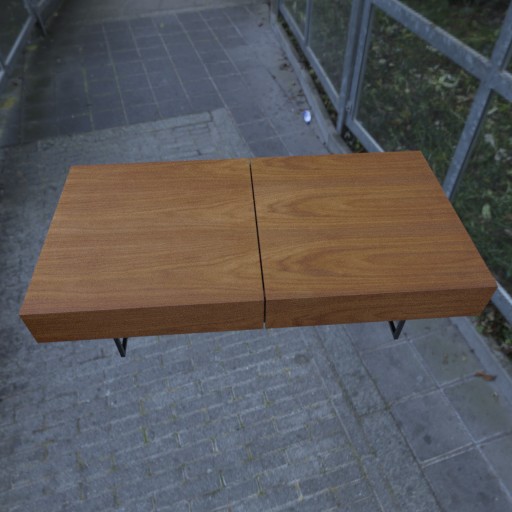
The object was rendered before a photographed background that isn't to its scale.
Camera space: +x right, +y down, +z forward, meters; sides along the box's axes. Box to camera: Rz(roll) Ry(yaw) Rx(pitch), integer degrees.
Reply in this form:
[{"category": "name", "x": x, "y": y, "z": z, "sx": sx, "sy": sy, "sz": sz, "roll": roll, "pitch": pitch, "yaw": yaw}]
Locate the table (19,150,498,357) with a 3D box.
[{"category": "table", "x": 0.000, "y": 0.000, "z": 1.427, "sx": 1.194, "sy": 0.330, "sz": 0.610, "roll": -3, "pitch": 47, "yaw": -3}]
